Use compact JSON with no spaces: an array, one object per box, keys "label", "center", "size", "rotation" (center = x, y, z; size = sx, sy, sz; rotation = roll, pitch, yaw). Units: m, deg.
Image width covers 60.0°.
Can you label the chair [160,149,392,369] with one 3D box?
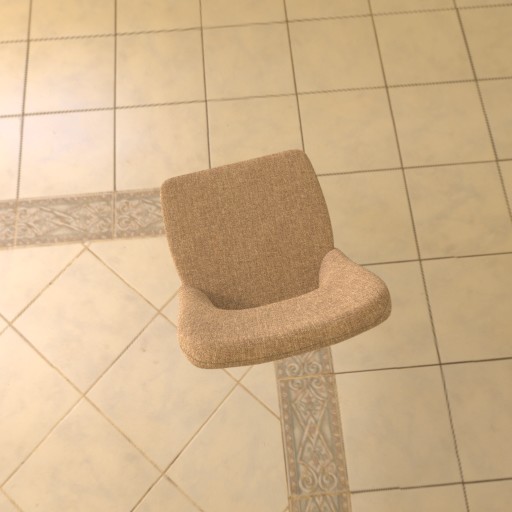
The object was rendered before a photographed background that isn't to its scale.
[{"label":"chair","center":[0.000,0.000,1.267],"size":[0.470,0.931,0.612],"rotation":[-14,75,-4]}]
